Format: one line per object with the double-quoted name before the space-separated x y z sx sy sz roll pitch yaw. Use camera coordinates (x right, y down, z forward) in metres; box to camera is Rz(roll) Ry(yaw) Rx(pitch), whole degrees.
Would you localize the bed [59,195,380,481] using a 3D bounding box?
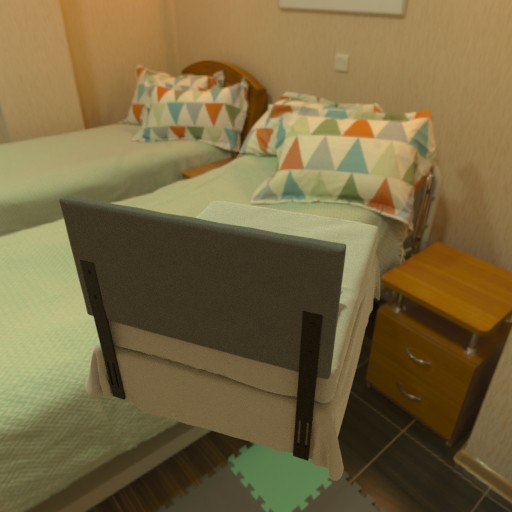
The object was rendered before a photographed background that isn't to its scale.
"bed" 0.000 0.000 3.471 1.936 1.577 2.222 11 33 18
